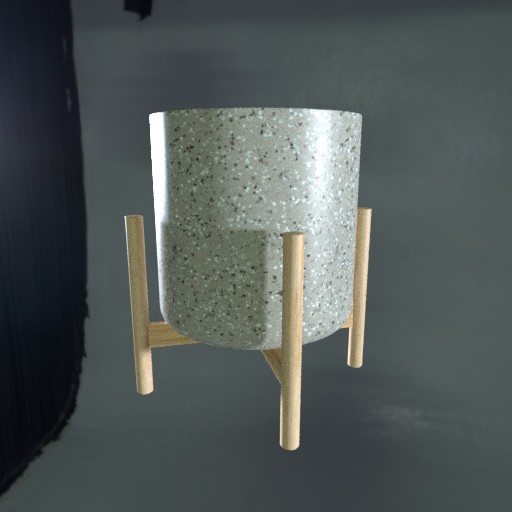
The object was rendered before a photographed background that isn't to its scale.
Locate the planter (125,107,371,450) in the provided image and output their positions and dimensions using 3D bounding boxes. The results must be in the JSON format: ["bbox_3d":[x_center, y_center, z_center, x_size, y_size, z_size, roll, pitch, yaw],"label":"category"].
[{"bbox_3d":[0.000,0.000,0.699,0.360,0.419,0.360,2,14,8],"label":"planter"}]
